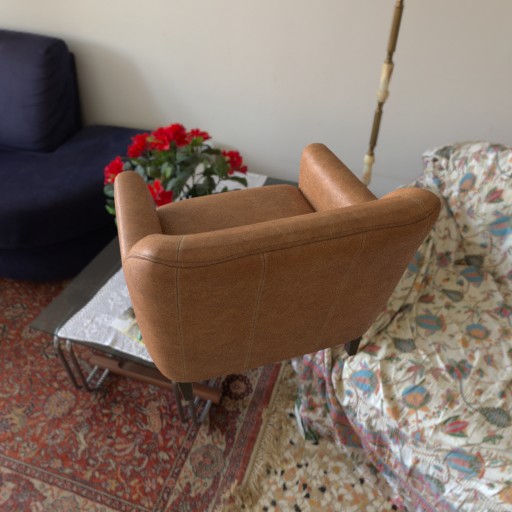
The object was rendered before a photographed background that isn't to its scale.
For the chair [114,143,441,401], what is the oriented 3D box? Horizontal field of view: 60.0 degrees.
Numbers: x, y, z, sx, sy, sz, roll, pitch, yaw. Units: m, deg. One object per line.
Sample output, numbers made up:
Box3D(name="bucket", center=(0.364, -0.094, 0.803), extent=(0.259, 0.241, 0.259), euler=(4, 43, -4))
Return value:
Box3D(name="chair", center=(0.000, 0.000, 1.833), extent=(1.037, 0.980, 1.034), euler=(-12, 42, -13))
